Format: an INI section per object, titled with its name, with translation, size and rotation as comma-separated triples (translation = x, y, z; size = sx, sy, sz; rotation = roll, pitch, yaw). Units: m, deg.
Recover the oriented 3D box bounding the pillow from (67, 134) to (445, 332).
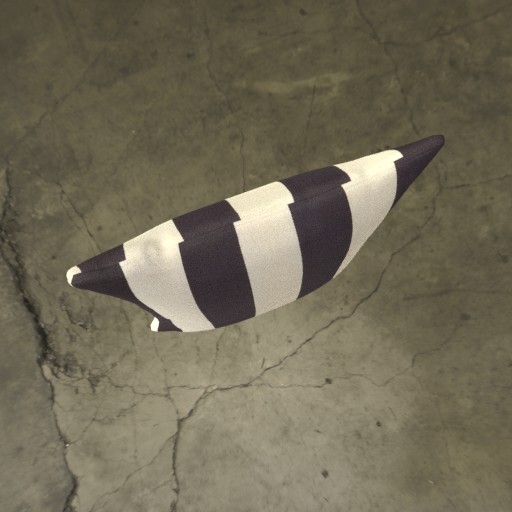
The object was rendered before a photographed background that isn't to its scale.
[pillow]
translation = 0.000, 0.000, 0.816
size = 0.536, 0.526, 0.189
rotation = -22, 76, -6
